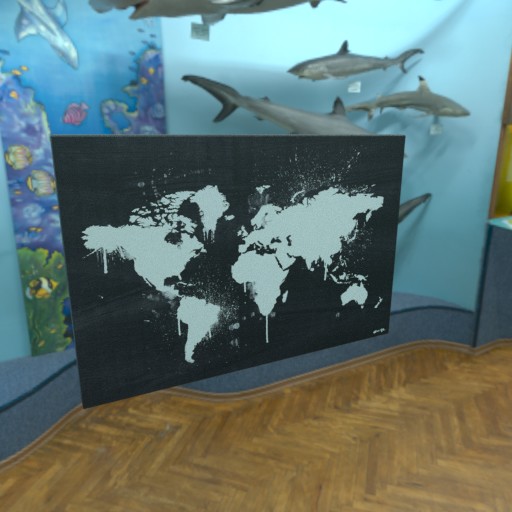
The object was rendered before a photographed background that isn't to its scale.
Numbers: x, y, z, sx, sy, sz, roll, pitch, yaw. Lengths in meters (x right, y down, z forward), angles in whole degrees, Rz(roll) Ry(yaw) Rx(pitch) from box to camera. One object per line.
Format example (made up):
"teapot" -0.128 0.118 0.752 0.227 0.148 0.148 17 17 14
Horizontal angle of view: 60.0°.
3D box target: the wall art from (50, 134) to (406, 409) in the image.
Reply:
"wall art" 0.000 0.000 0.773 0.610 0.409 0.038 -7 17 -25
